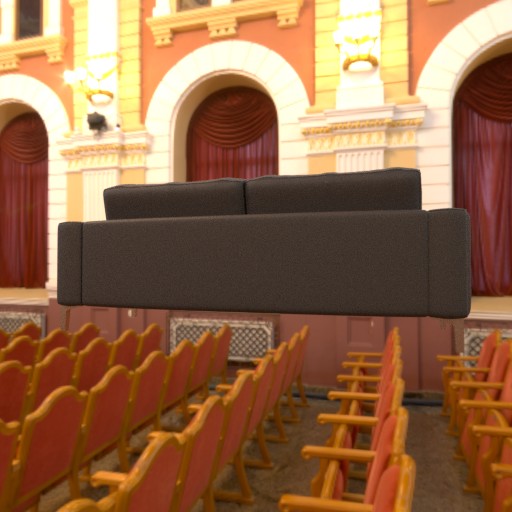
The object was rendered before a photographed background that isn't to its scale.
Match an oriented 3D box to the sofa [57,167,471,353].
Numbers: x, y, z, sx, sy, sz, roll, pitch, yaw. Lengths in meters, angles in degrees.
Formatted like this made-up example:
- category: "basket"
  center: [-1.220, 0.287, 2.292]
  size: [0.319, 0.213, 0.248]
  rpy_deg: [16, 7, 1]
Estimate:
- category: "sofa"
  center: [0.000, 0.000, 2.686]
  size: [2.275, 0.893, 0.833]
  rpy_deg: [0, -1, 17]
